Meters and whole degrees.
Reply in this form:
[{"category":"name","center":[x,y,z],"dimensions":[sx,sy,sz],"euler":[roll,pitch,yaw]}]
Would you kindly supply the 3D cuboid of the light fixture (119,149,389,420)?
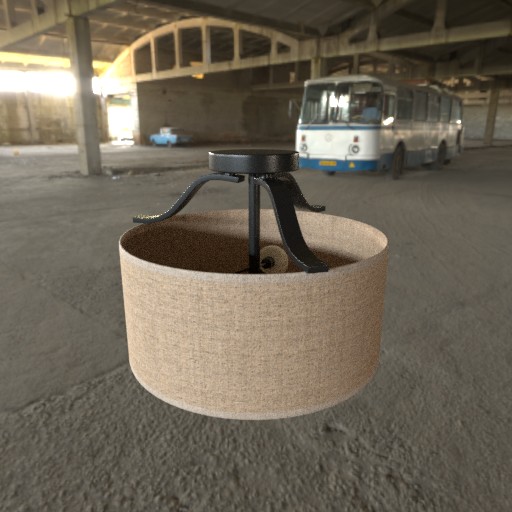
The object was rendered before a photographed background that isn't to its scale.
[{"category":"light fixture","center":[0.000,0.000,0.665],"dimensions":[0.390,0.306,0.390],"euler":[0,17,0]}]
